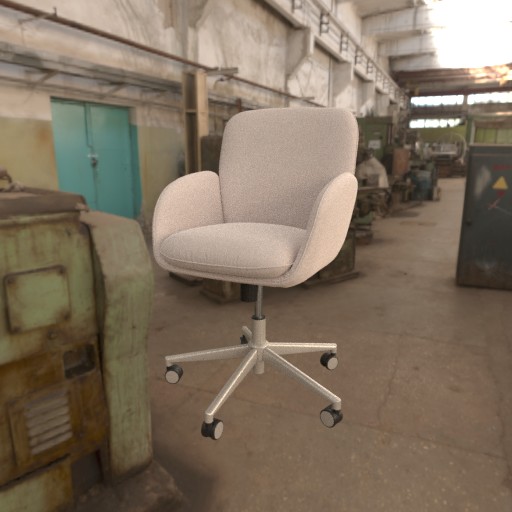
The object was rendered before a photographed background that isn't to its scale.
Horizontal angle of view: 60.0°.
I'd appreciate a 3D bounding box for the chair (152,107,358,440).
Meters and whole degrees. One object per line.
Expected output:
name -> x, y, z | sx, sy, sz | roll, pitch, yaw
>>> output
chair -> 0.000, 0.000, 1.429 | 0.648, 0.959, 0.633 | 7, 15, 25
